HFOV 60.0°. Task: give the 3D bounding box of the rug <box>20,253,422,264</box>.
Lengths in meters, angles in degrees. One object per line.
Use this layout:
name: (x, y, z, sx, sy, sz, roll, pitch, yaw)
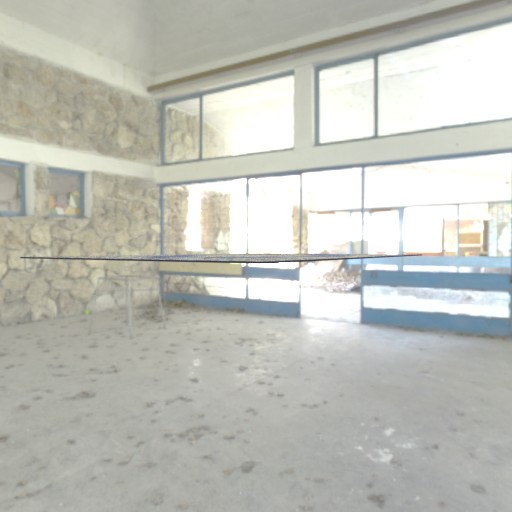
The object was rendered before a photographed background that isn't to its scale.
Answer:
rug: (0.000, 0.000, 3.763, 2.053, 0.011, 2.940, 1, 1, 34)
